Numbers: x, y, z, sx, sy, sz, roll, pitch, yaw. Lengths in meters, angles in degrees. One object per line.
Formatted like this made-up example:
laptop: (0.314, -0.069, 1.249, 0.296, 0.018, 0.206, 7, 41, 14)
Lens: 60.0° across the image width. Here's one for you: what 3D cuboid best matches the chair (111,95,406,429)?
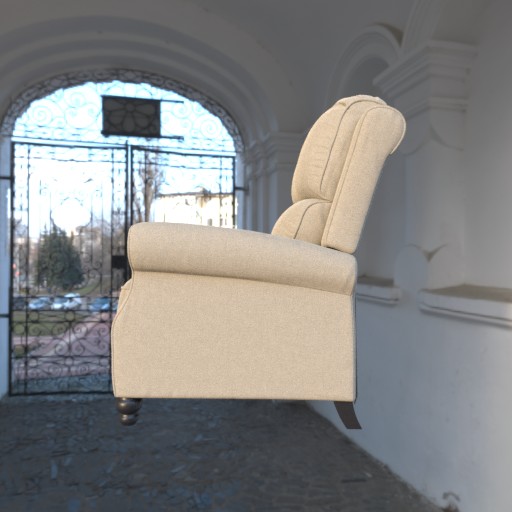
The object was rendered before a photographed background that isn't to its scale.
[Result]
chair: (0.000, 0.000, 1.709, 0.919, 1.046, 0.859, 0, 0, 2)
